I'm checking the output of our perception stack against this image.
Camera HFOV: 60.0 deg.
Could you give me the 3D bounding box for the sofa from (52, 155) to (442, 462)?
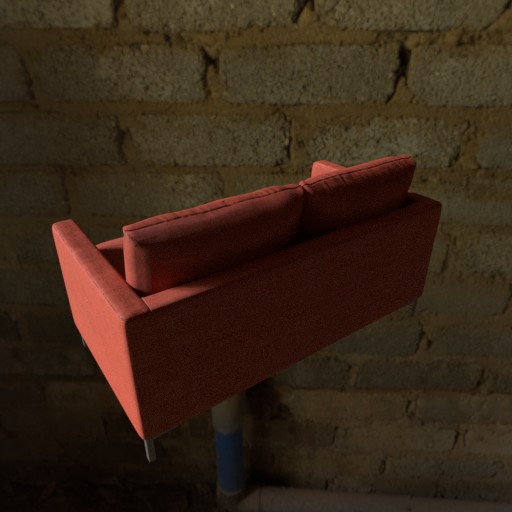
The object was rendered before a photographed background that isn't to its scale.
[{"bbox_3d":[0.000,0.000,2.088,1.574,0.896,0.864,-20,36,-30],"label":"sofa"}]
